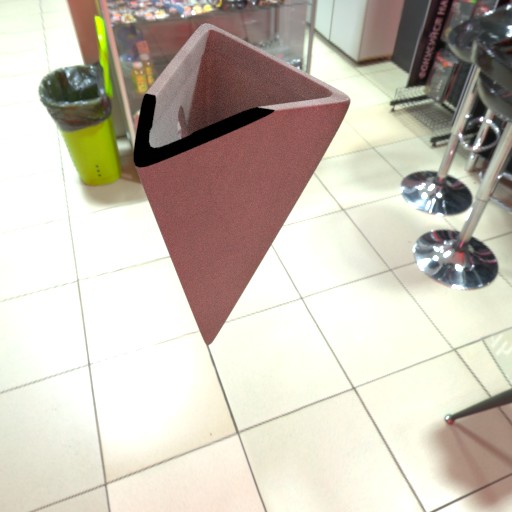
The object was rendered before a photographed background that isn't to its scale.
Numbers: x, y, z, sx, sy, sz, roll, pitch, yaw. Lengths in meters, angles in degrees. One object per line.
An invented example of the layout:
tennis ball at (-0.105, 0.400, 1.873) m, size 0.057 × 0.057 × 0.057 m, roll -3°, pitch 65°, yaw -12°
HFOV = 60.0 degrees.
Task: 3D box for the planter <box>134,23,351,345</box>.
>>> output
planter at (0.000, 0.000, 0.154) m, size 0.047 × 0.130 × 0.058 m, roll 9°, pitch 48°, yaw 8°
